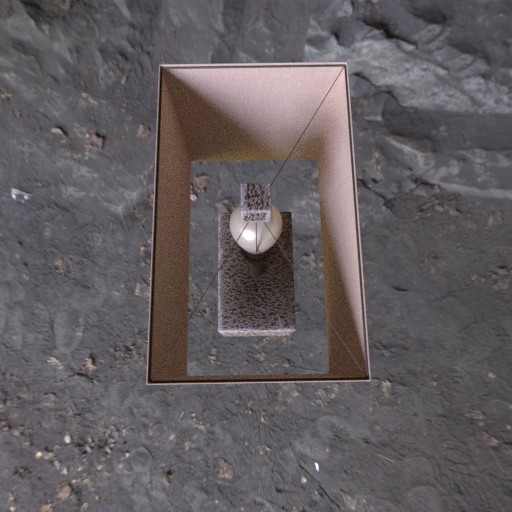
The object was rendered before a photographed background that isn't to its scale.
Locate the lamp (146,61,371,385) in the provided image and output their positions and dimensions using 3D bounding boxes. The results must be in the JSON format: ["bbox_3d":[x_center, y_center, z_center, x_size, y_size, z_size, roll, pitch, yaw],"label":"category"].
[{"bbox_3d":[0.000,0.000,0.561,0.180,0.411,0.294,-1,76,0],"label":"lamp"}]
